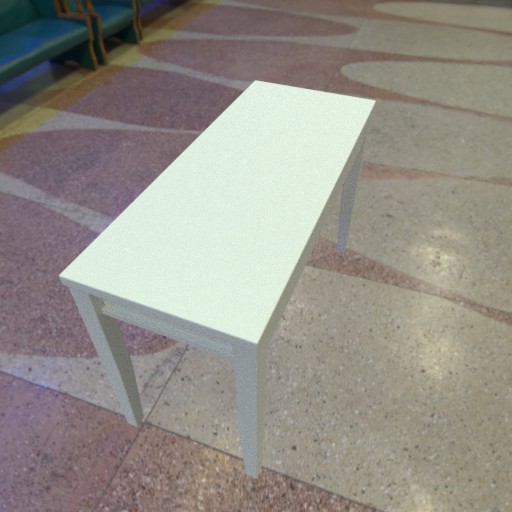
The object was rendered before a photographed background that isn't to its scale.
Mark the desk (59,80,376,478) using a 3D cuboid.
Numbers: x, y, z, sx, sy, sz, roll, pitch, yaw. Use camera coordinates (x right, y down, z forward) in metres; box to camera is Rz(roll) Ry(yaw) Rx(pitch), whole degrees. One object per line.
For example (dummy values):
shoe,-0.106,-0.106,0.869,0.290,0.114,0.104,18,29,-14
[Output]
desk,0.000,0.000,1.649,0.508,0.775,1.220,16,46,16
